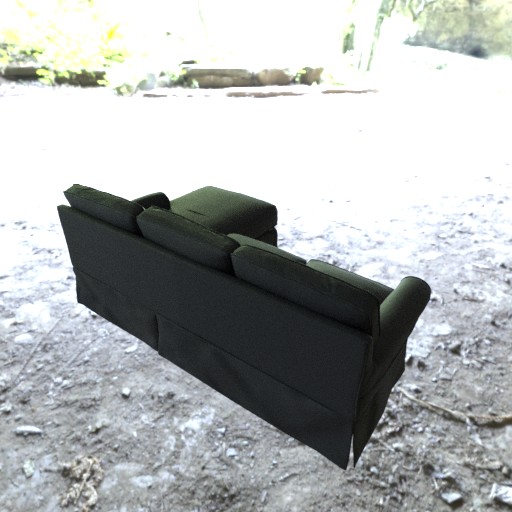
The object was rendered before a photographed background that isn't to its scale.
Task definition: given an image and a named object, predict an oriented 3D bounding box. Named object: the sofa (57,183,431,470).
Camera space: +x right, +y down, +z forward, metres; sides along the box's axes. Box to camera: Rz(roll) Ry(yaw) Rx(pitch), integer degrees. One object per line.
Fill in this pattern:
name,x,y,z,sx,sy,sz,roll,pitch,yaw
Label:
sofa,0.000,0.000,3.283,2.518,1.039,1.637,21,36,32
